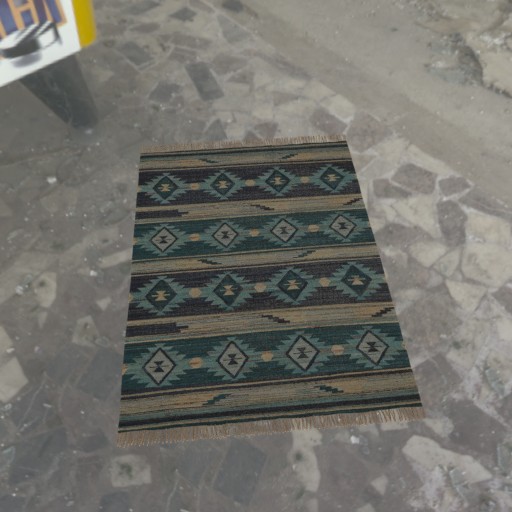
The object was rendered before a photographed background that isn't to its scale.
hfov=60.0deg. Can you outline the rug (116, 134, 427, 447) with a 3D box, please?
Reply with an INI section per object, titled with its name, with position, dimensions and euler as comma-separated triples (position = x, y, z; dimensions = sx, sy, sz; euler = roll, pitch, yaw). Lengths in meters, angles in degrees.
[rug]
position = 0.000, 0.000, 4.311
dimensions = 2.418, 0.047, 3.307
euler = -4, 57, -3
